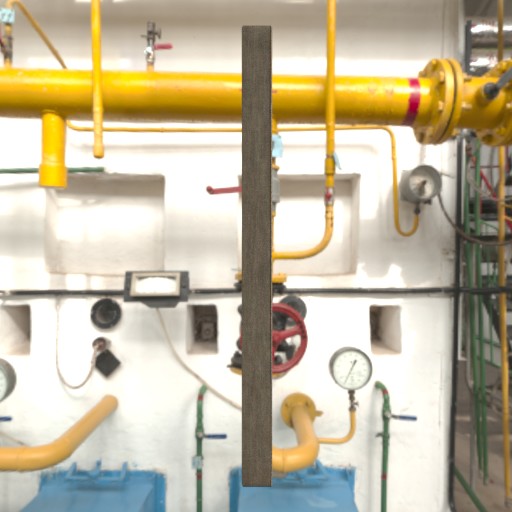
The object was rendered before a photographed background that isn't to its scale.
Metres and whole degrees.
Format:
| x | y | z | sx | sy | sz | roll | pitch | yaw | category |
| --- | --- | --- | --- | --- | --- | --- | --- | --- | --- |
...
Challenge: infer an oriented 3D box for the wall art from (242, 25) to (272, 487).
| x | y | z | sx | sy | sz | roll | pitch | yaw | category |
| --- | --- | --- | --- | --- | --- | --- | --- | --- | --- |
| 0.000 | 0.000 | 1.095 | 0.050 | 0.751 | 0.749 | 0 | 0 | 0 | wall art |
